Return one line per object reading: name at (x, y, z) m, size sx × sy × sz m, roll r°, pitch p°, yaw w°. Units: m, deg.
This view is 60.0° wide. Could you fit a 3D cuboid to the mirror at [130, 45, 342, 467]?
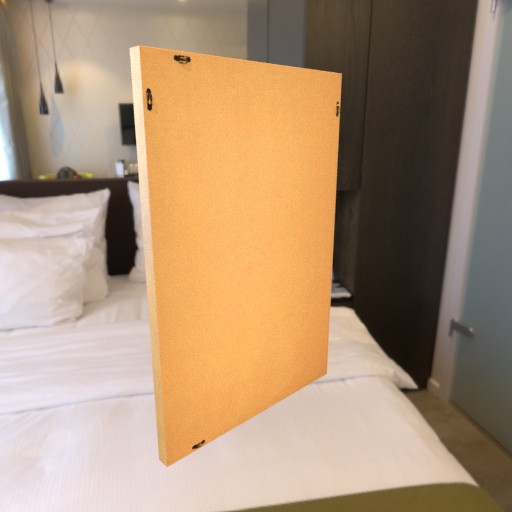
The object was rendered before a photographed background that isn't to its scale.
mirror at (0.000, 0.000, 1.136) m, size 0.609 × 0.915 × 0.041 m, roll -15°, pitch 21°, yaw -41°
